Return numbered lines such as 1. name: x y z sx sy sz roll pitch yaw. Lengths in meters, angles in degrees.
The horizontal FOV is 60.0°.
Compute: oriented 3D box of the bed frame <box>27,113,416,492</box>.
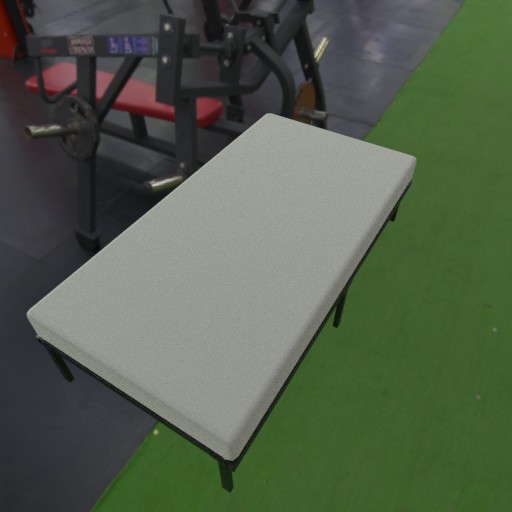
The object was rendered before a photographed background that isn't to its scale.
1. bed frame: 0.000 0.000 3.164 1.393 0.680 2.635 24 51 21
